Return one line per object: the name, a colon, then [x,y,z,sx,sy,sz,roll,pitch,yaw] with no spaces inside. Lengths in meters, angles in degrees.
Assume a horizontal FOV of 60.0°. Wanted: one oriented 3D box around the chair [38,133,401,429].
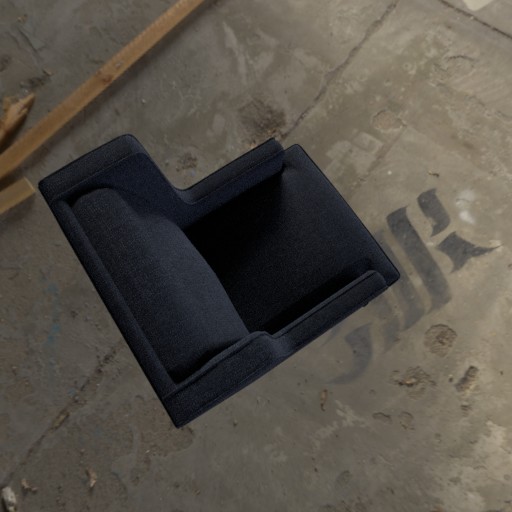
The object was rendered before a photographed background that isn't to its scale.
chair: [0.000,0.000,1.690,0.947,1.072,0.764,-33,76,-9]
